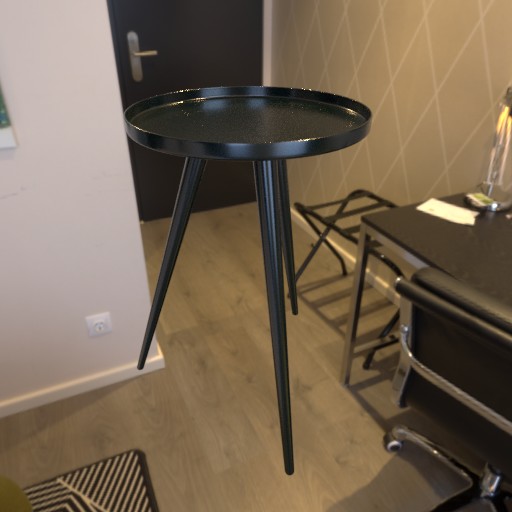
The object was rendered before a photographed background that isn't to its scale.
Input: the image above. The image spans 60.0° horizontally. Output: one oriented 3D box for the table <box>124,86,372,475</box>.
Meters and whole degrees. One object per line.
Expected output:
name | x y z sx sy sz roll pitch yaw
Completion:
table | 0.000 0.000 0.832 0.403 0.548 0.415 20 36 30
